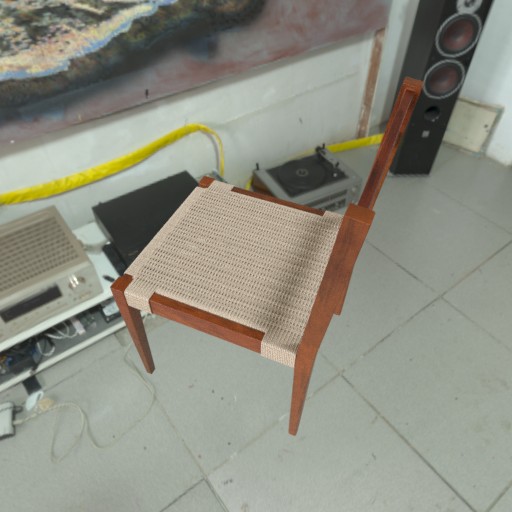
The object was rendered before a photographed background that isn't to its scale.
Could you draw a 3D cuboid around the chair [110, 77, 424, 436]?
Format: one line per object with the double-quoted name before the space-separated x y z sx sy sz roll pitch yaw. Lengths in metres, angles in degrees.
"chair" 0.000 0.000 1.171 0.569 0.851 0.495 17 49 16
